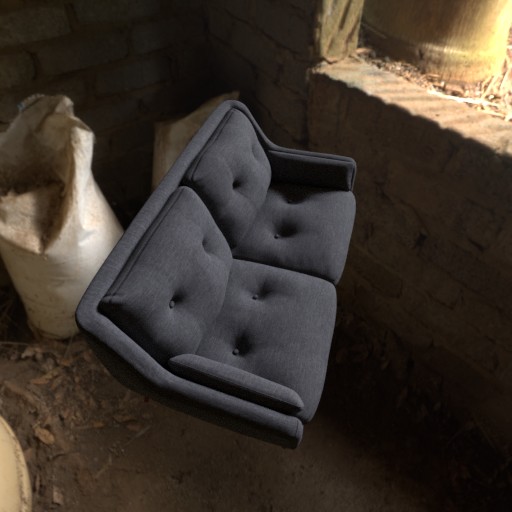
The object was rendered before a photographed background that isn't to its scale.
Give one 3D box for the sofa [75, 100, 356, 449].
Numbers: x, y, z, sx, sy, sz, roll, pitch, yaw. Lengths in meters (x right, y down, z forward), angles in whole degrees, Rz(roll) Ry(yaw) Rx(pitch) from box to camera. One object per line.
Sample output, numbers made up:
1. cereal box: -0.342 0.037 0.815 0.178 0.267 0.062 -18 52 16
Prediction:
1. sofa: 0.000 0.000 2.438 0.975 0.896 1.929 11 46 11
